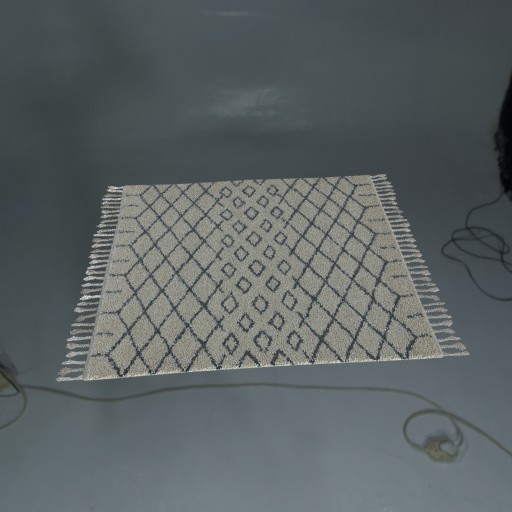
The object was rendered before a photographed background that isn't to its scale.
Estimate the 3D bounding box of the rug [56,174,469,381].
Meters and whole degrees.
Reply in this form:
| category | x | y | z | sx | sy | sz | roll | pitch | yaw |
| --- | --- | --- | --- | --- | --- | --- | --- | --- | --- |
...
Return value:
| category | x | y | z | sx | sy | sz | roll | pitch | yaw |
| --- | --- | --- | --- | --- | --- | --- | --- | --- | --- |
| rug | 0.000 | 0.000 | 4.238 | 3.213 | 0.030 | 2.388 | -3 | 47 | -3 |
